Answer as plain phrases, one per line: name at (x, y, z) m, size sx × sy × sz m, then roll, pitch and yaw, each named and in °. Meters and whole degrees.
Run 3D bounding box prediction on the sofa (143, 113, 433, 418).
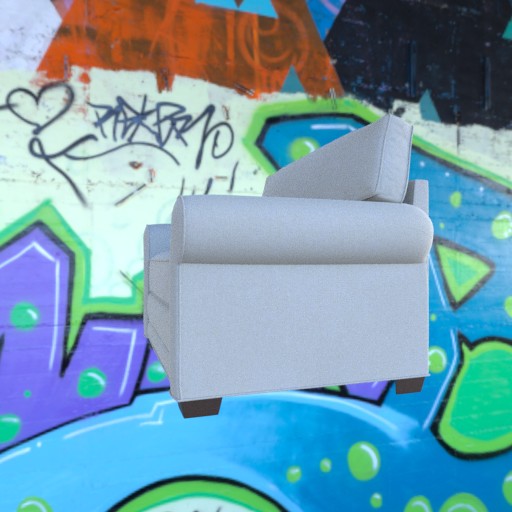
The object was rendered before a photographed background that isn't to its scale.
sofa at (0.000, 0.000, 2.063) m, size 0.937 × 1.006 × 1.405 m, roll 0°, pitch 0°, yaw -18°
